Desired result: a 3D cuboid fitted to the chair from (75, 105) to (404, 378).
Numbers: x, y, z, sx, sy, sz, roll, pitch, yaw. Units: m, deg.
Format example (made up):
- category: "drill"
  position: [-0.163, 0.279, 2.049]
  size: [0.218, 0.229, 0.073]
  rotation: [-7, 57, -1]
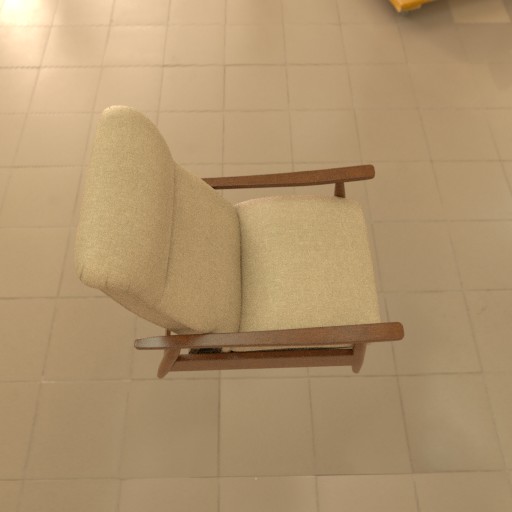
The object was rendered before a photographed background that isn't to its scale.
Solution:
- category: "chair"
  position: [0.000, 0.000, 1.794]
  size: [1.030, 1.082, 0.762]
  rotation: [-1, 63, -1]
